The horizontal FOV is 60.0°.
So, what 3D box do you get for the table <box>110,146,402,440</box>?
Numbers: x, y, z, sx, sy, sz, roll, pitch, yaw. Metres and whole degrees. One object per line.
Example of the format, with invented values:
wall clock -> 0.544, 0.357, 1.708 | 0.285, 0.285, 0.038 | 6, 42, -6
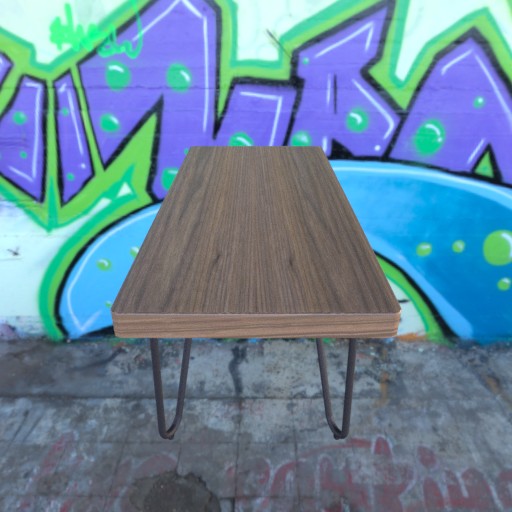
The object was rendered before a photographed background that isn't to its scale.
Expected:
table -> 0.000, 0.000, 1.658 | 0.637, 0.468, 1.375 | 0, 29, 0
